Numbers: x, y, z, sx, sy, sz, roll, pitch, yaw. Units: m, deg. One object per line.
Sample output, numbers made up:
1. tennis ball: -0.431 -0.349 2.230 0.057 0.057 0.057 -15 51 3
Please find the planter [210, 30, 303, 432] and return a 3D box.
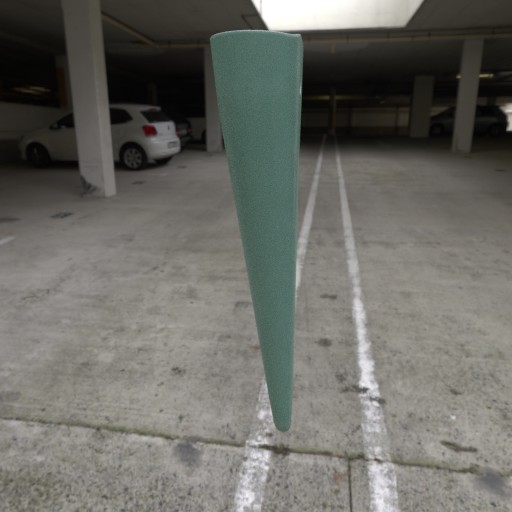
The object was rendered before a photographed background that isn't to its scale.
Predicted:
1. planter: 0.000 0.000 0.299 0.055 0.268 0.054 2 15 9
